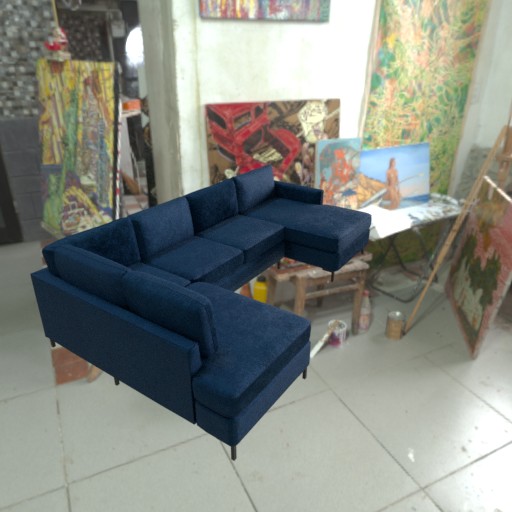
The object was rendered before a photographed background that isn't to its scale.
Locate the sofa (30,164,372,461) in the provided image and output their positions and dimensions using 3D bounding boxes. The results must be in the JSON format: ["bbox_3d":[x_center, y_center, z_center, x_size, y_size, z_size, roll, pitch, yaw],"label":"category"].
[{"bbox_3d":[0.000,0.000,4.350,2.055,0.992,3.434,17,30,31],"label":"sofa"}]
